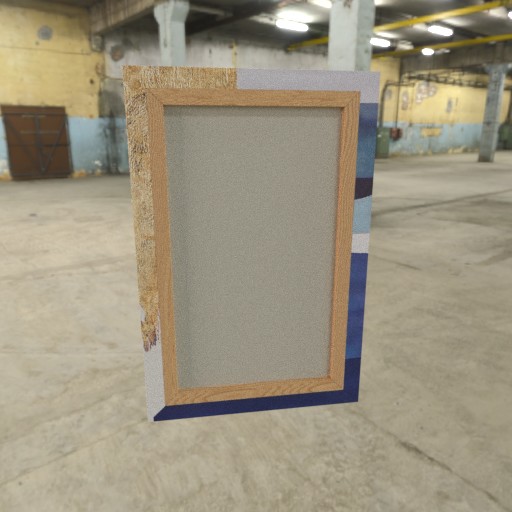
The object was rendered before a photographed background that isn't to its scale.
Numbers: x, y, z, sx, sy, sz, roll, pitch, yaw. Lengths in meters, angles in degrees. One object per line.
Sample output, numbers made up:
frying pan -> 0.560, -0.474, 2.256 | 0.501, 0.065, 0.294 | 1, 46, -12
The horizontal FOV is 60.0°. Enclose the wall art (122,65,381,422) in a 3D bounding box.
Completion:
wall art -> 0.000, 0.000, 1.165 | 0.607, 0.911, 0.039 | -2, 15, -9
